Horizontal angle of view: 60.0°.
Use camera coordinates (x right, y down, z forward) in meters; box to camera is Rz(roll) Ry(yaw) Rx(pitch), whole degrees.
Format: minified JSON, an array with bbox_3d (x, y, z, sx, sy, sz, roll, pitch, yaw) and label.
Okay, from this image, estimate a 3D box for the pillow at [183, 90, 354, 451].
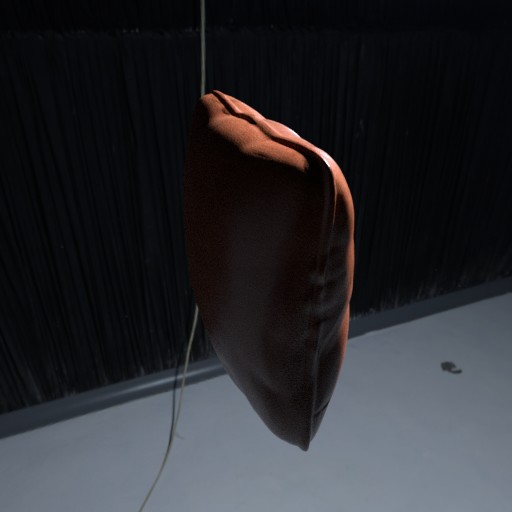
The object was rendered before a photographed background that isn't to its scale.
[{"bbox_3d":[0.000,0.000,0.829,0.236,0.523,0.532,-11,32,-18],"label":"pillow"}]
